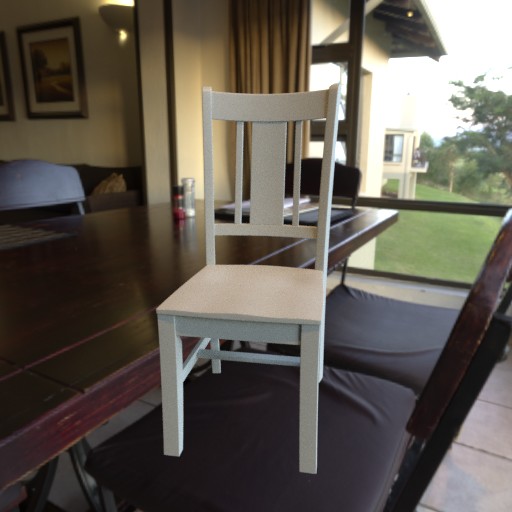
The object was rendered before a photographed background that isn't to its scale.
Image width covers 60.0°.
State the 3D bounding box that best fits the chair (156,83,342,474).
[{"bbox_3d":[0.000,0.000,1.299,0.450,0.998,0.555,3,15,10],"label":"chair"}]
